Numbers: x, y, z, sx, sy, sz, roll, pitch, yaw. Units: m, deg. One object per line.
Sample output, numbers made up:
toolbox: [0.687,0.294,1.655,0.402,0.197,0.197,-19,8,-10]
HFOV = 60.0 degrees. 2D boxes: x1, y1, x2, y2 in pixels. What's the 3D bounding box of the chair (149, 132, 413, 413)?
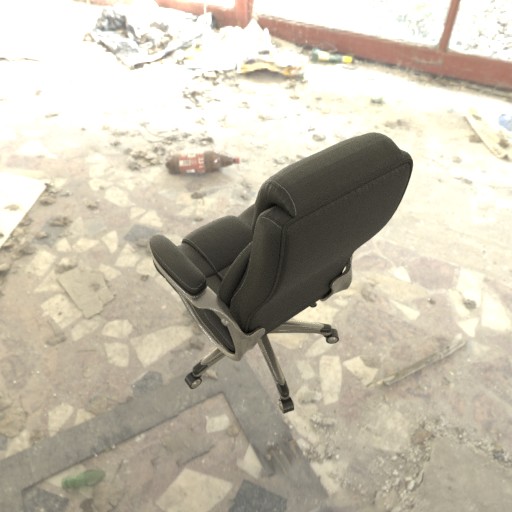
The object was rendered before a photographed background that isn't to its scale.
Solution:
chair: [0.000,0.000,1.682,0.741,1.167,0.784,-29,51,-26]
